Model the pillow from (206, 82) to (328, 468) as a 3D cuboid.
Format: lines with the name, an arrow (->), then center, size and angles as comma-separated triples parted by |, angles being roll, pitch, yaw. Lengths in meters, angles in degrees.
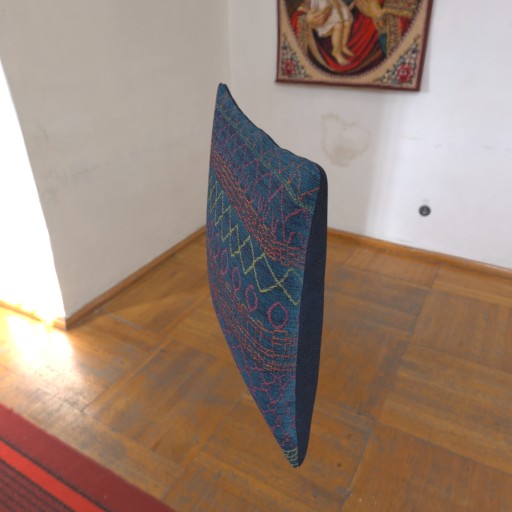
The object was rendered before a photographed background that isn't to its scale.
pillow -> 0.000, 0.000, 0.669 | 0.141, 0.431, 0.431 | -8, 31, -13
